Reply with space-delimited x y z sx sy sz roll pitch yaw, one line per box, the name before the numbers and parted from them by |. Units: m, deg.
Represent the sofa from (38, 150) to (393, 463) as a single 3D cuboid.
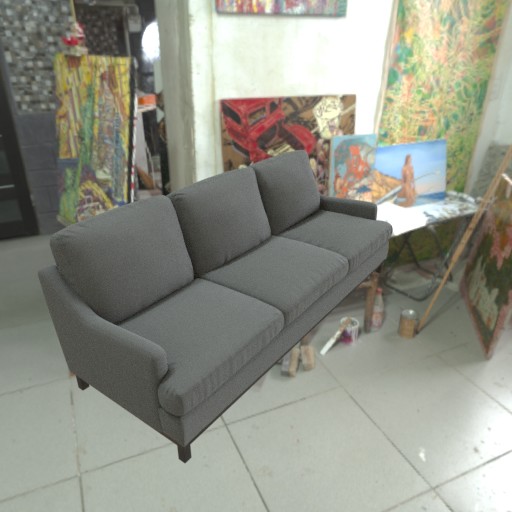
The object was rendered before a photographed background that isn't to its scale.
sofa | 0.000 0.000 2.856 0.987 0.926 2.344 18 31 32
